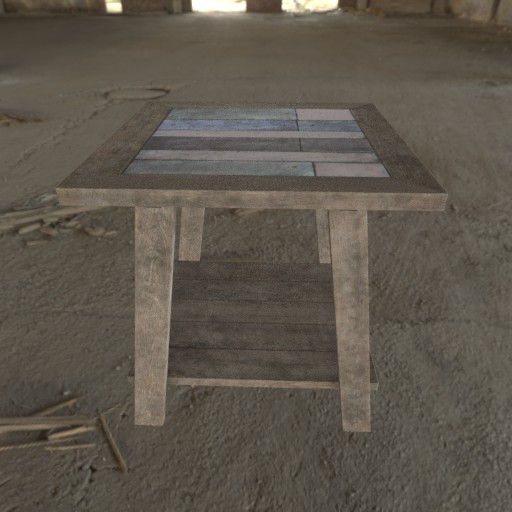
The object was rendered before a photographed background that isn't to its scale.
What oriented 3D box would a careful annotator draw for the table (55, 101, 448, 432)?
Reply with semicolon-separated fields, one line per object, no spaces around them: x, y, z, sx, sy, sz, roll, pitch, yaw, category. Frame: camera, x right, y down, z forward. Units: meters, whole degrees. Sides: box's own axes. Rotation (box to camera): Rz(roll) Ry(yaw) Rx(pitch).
0.000;0.000;1.105;0.610;0.610;0.610;1;32;2;table
